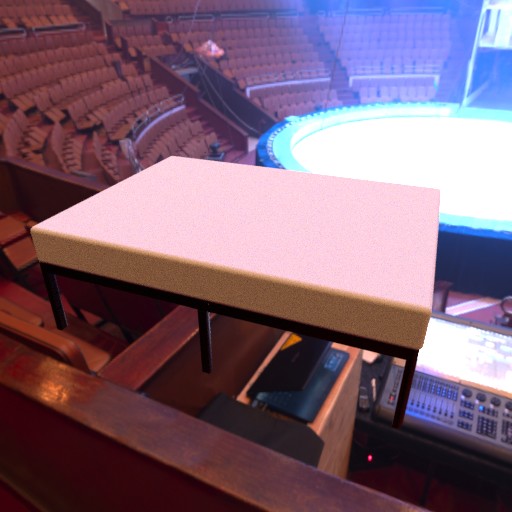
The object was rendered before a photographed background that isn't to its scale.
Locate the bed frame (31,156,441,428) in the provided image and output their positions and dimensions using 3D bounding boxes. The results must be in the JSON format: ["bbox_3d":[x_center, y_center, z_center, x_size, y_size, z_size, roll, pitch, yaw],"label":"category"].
[{"bbox_3d":[0.000,0.000,2.680,1.956,0.659,1.408,11,31,19],"label":"bed frame"}]
